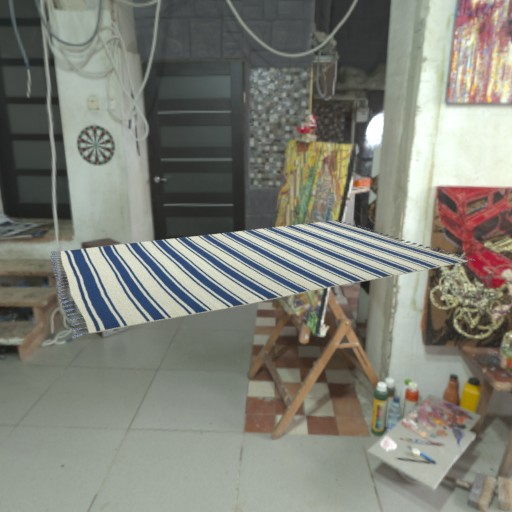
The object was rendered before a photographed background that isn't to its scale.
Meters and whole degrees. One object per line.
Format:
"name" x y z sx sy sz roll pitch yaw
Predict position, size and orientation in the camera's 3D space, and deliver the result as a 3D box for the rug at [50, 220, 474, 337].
"rug" 0.000 0.000 2.531 2.108 0.009 1.248 -8 18 -26
